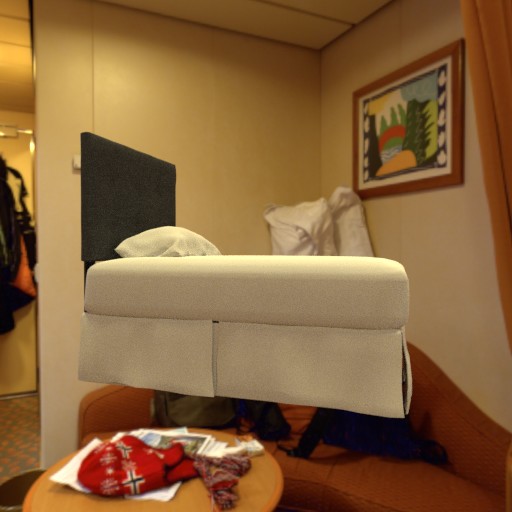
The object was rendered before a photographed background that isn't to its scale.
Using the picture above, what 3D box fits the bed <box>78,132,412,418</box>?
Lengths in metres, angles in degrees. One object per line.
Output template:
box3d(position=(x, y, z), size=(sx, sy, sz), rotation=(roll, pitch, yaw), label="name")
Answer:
box3d(position=(0.000, 0.000, 3.026), size=(1.997, 1.571, 1.261), rotation=(0, 1, 18), label="bed")
